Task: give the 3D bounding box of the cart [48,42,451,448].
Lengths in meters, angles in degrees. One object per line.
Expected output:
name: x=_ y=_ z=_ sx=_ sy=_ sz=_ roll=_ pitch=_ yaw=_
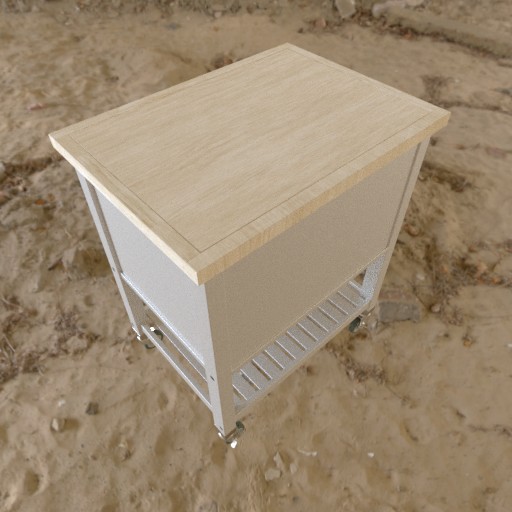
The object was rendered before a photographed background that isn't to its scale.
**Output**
cart: x=0.000 y=0.000 z=1.369 sx=0.762 sy=0.914 sz=0.559 roll=-33 pitch=55 yaw=-27
